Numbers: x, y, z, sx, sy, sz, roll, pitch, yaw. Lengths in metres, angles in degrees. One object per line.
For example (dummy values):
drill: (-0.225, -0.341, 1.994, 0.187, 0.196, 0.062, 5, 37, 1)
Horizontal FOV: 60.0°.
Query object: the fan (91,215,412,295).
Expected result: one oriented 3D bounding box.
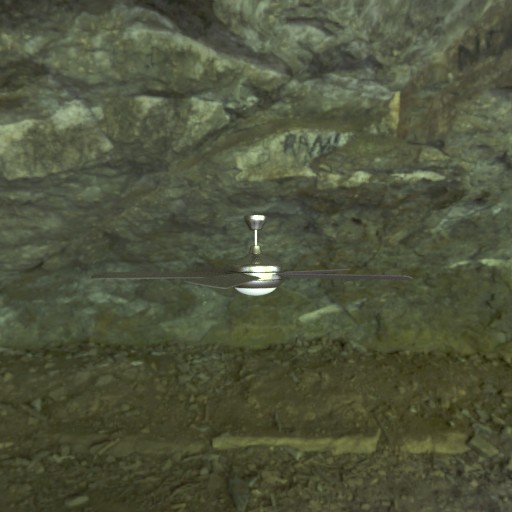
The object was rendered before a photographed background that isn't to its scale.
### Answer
fan: (0.000, 0.000, 1.996, 1.321, 0.356, 1.321, 0, 0, 37)
